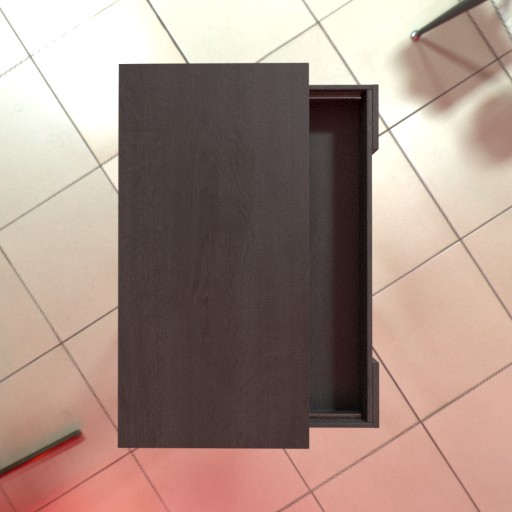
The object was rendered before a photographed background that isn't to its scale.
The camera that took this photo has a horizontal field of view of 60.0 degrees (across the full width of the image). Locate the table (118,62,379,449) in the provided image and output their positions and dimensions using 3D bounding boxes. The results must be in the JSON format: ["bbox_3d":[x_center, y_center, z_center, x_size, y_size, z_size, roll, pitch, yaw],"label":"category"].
[{"bbox_3d":[0.000,0.000,1.432,0.711,0.570,1.000,0,90,1],"label":"table"}]
